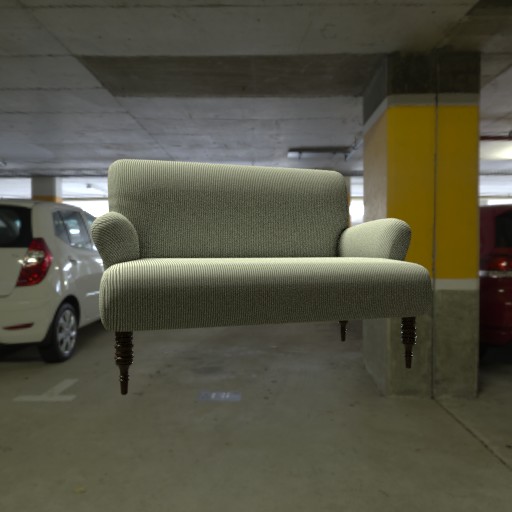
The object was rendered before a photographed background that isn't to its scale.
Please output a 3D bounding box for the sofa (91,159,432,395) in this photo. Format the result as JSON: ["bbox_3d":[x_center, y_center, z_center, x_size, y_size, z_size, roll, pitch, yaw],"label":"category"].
[{"bbox_3d":[0.000,0.000,1.880,1.297,0.889,0.779,0,1,-17],"label":"sofa"}]
